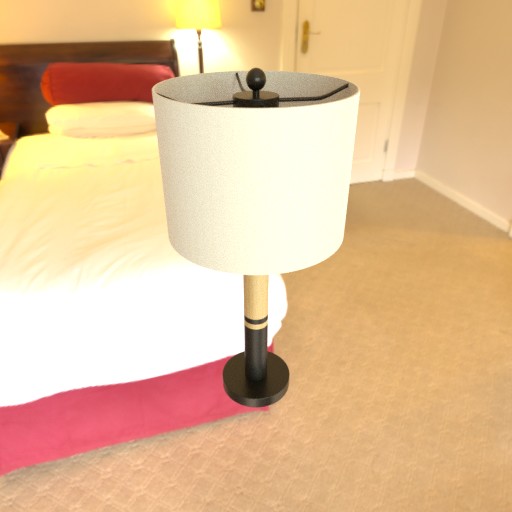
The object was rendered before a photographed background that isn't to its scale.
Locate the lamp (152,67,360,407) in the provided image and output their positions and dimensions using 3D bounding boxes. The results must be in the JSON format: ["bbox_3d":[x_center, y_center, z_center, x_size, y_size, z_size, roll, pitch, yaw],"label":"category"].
[{"bbox_3d":[0.000,0.000,0.812,0.305,0.640,0.305,19,36,29],"label":"lamp"}]
